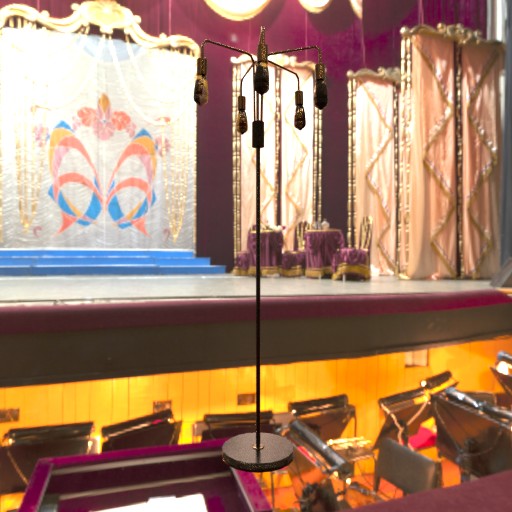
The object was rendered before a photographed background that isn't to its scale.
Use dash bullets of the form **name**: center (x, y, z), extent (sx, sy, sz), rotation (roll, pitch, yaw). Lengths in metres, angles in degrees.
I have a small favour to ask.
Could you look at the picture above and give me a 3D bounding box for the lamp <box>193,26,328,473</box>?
- **lamp**: center (0.000, 0.000, 1.910), extent (0.572, 1.721, 0.599), rotation (0, 0, -18)
